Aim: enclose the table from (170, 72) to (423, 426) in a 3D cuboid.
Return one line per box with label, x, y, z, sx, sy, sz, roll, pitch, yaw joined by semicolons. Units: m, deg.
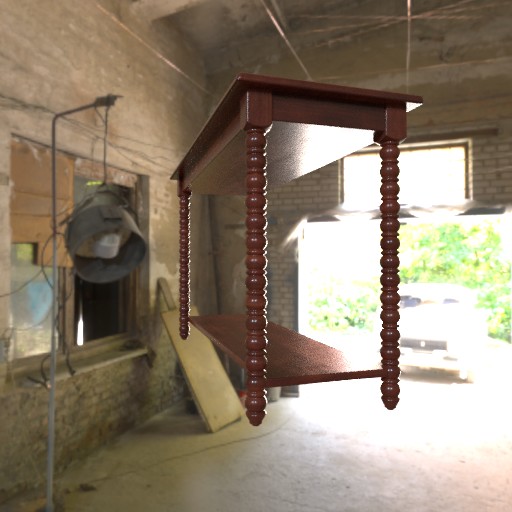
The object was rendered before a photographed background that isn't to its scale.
table;0.000;0.000;1.524;0.459;0.740;1.184;0;0;-17
